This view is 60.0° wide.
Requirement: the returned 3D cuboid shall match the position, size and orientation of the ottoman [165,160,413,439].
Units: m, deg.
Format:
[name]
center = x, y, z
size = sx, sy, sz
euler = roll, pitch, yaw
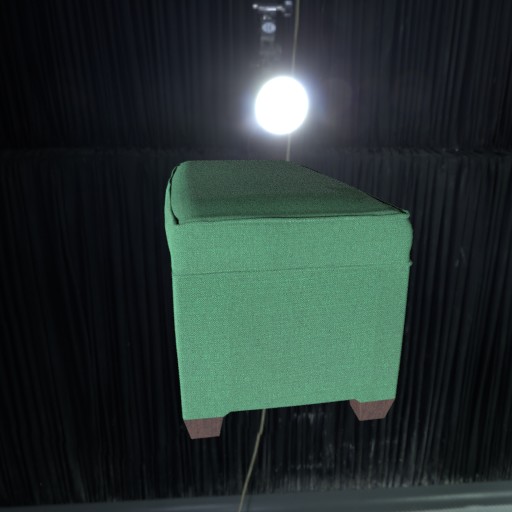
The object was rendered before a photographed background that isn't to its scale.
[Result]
[ottoman]
center = 0.000, 0.000, 1.262
size = 0.483, 0.471, 0.957
euler = -3, 18, -9
